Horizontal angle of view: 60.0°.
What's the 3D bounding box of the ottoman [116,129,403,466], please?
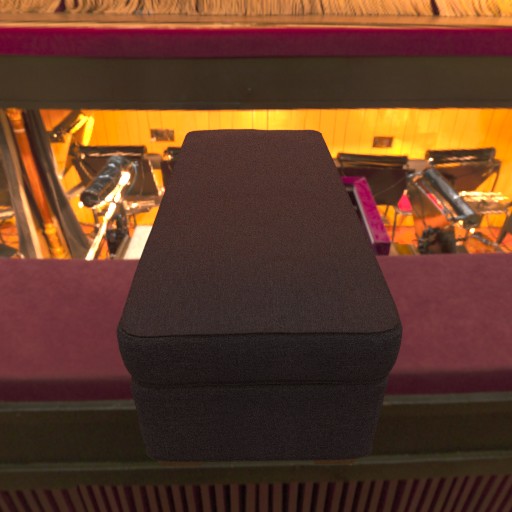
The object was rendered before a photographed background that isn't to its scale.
[{"bbox_3d":[0.000,0.000,1.312,0.515,0.460,1.110,0,33,-1],"label":"ottoman"}]
